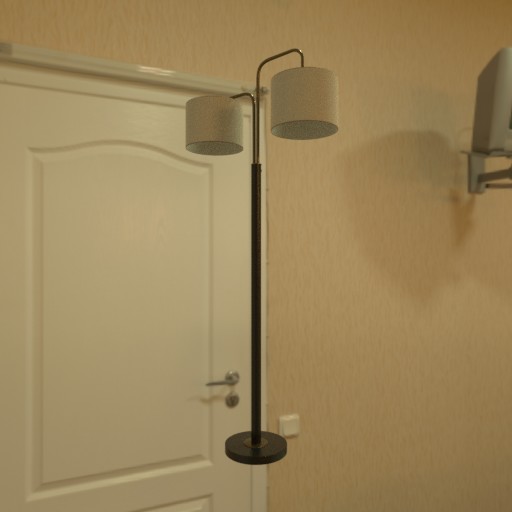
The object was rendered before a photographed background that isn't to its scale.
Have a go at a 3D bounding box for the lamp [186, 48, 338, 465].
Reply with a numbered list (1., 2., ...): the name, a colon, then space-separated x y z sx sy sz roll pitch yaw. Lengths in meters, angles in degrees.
1. lamp: 0.000 0.000 1.812 0.711 1.587 0.254 0 0 37
